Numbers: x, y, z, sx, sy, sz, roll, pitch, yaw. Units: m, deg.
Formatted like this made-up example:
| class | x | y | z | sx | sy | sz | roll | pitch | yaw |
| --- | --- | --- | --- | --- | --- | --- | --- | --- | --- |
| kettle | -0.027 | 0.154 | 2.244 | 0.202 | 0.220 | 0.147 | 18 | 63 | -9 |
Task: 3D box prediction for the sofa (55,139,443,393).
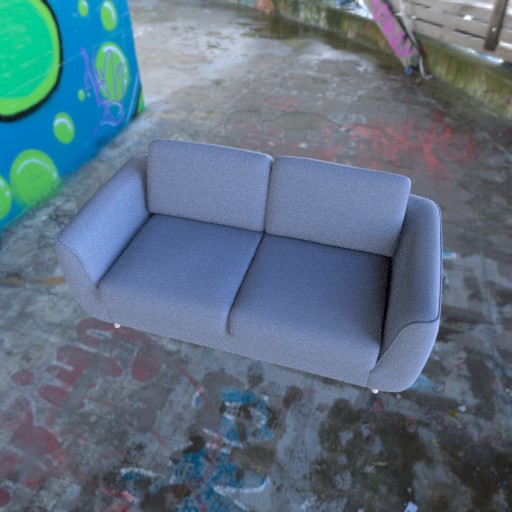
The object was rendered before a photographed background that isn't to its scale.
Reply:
| class | x | y | z | sx | sy | sz | roll | pitch | yaw |
| --- | --- | --- | --- | --- | --- | --- | --- | --- | --- |
| sofa | 0.000 | 0.000 | 2.220 | 1.700 | 0.850 | 0.920 | 11 | 43 | 12 |
